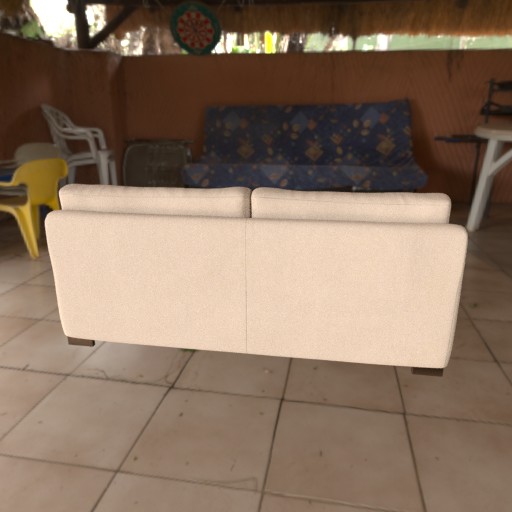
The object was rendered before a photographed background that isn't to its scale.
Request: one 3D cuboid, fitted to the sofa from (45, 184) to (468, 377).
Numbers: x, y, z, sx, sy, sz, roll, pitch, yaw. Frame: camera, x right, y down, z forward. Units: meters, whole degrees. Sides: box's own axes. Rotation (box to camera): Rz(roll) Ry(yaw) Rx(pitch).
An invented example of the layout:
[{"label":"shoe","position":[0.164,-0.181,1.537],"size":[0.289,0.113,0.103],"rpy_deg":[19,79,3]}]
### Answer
[{"label":"sofa","position":[0.000,0.000,2.695],"size":[2.147,0.925,0.929],"rpy_deg":[3,18,9]}]
